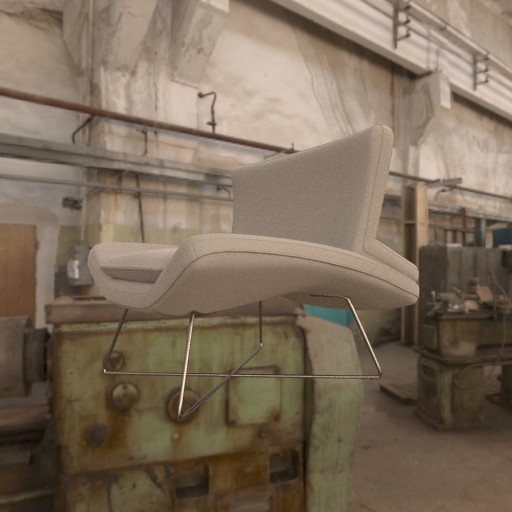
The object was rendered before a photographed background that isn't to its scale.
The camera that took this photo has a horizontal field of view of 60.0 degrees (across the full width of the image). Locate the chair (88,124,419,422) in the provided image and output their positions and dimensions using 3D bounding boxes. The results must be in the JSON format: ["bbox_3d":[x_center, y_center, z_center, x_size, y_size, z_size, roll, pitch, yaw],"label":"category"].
[{"bbox_3d":[0.000,0.000,1.638,1.008,0.855,0.859,0,0,-37],"label":"chair"}]
